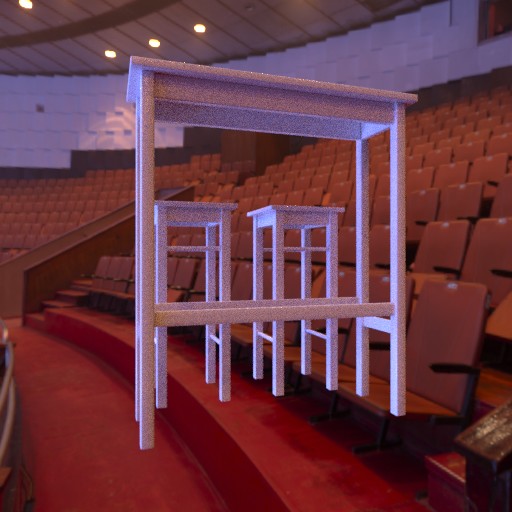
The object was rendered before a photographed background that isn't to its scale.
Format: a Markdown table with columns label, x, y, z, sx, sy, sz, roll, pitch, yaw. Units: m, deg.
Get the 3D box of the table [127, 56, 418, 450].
| label | x | y | z | sx | sy | sz | roll | pitch | yaw |
| --- | --- | --- | --- | --- | --- | --- | --- | --- | --- |
| table | 0.000 | 0.000 | 1.630 | 0.915 | 1.065 | 0.650 | 0 | 0 | -18 |
